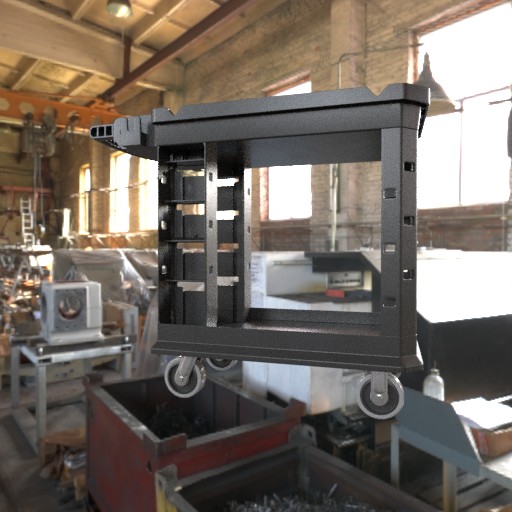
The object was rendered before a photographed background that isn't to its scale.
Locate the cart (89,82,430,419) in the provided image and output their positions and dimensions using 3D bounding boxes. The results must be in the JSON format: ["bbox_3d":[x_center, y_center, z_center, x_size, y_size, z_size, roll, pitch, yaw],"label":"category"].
[{"bbox_3d":[0.000,0.000,1.493,1.061,0.884,0.497,0,1,17],"label":"cart"}]
